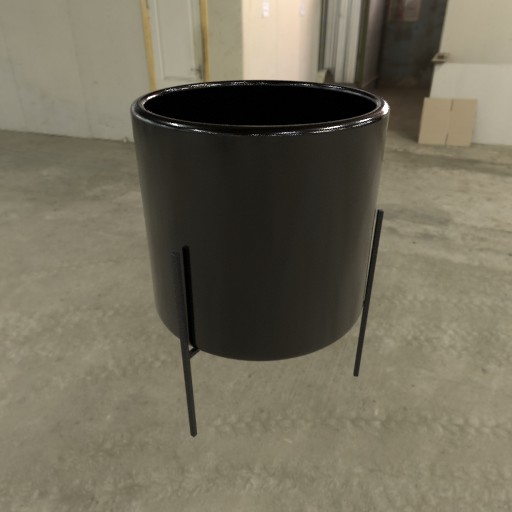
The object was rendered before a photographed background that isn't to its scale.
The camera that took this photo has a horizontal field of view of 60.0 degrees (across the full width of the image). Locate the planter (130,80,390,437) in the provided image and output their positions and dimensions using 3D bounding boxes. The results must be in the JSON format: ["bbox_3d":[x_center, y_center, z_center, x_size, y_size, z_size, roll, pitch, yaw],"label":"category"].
[{"bbox_3d":[0.000,0.000,0.632,0.310,0.432,0.310,-22,37,-34],"label":"planter"}]
